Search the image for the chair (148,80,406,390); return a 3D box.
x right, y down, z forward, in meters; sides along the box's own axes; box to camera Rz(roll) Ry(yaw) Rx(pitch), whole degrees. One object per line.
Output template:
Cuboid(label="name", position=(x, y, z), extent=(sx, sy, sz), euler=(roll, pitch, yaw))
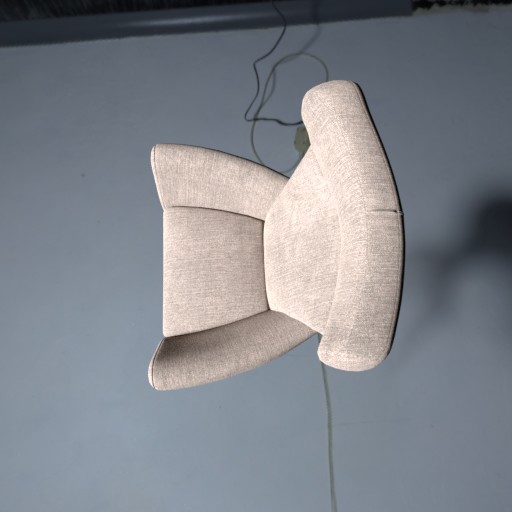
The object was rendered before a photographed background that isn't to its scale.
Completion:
Cuboid(label="chair", position=(0.000, 0.000, 1.751), extent=(0.900, 1.040, 0.980), euler=(-3, 75, -1))
